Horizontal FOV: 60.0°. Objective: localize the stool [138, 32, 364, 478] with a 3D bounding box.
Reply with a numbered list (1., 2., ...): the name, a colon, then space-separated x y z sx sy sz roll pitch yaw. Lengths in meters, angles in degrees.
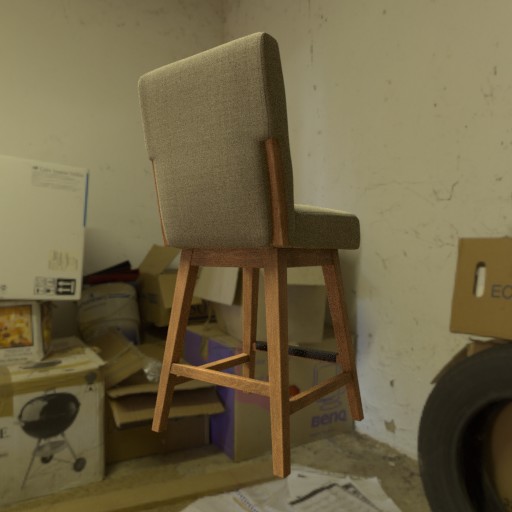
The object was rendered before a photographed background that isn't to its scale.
1. stool: 0.000 0.000 1.300 0.459 1.010 0.526 1 1 37
